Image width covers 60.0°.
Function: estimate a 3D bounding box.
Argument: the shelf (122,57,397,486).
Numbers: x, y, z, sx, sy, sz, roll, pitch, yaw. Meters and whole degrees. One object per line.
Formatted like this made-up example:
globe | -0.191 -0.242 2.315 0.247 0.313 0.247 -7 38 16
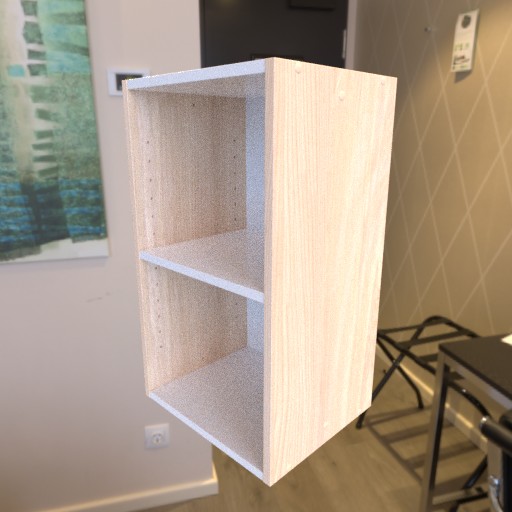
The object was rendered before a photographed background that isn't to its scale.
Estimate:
shelf | 0.000 0.000 0.806 0.350 0.600 0.290 15 22 43
